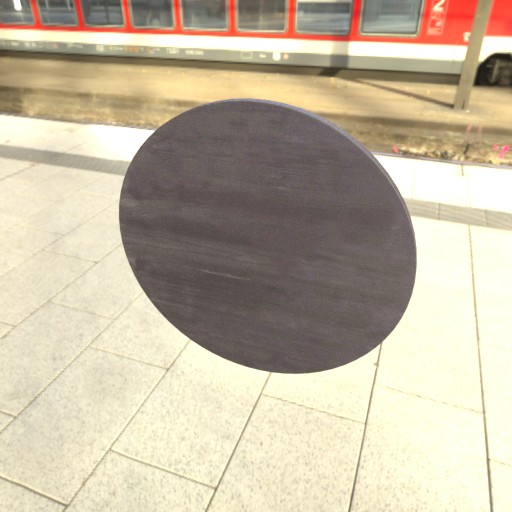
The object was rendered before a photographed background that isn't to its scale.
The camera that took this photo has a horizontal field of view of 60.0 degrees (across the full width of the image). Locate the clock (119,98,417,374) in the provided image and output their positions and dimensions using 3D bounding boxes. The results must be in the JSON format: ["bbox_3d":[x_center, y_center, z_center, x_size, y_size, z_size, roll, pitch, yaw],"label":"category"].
[{"bbox_3d":[0.000,0.000,0.872,0.595,0.595,0.029,10,33,16],"label":"clock"}]
